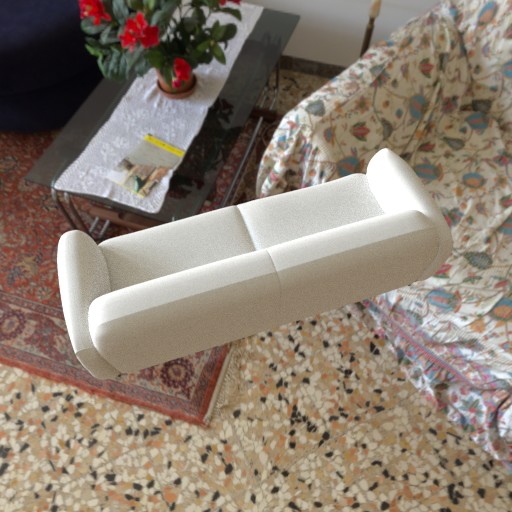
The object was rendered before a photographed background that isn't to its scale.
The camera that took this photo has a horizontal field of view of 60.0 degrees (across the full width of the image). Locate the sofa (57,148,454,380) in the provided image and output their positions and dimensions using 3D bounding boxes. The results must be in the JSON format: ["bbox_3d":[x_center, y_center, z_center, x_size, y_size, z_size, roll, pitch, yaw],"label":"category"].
[{"bbox_3d":[0.000,0.000,2.754,2.257,0.780,0.880,-16,61,-9],"label":"sofa"}]
